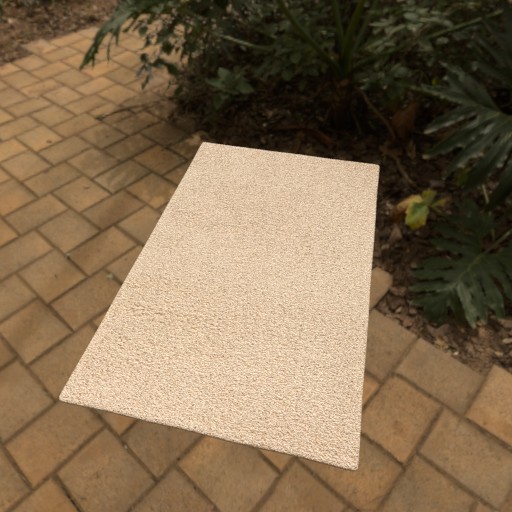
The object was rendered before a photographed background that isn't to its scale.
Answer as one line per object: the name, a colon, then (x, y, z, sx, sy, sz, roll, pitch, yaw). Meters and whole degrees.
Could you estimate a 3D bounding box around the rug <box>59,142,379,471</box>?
rug: (0.000, 0.000, 2.964, 1.524, 0.030, 2.438, 10, 48, 9)
